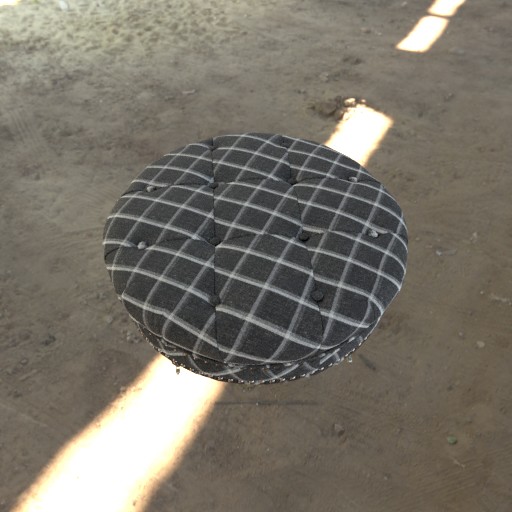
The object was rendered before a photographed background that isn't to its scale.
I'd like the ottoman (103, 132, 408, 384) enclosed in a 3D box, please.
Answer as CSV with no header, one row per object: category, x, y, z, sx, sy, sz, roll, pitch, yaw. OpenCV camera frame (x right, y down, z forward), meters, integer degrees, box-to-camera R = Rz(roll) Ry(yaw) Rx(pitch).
ottoman,0.000,0.000,1.415,0.901,0.439,0.901,0,46,0
